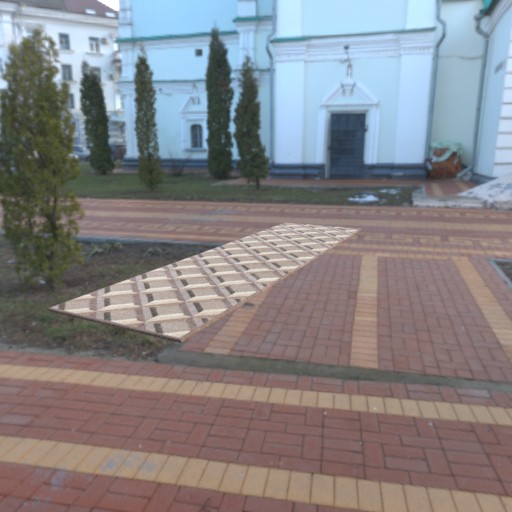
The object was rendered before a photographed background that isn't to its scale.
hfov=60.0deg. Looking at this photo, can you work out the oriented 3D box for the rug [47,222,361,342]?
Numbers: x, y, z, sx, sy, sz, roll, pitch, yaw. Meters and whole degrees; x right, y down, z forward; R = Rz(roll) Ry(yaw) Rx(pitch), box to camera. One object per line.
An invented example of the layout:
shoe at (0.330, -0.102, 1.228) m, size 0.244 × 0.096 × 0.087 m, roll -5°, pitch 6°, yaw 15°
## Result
rug at (0.000, 0.000, 2.721) m, size 0.685 × 0.013 × 2.437 m, roll 7°, pitch 15°, yaw 27°
